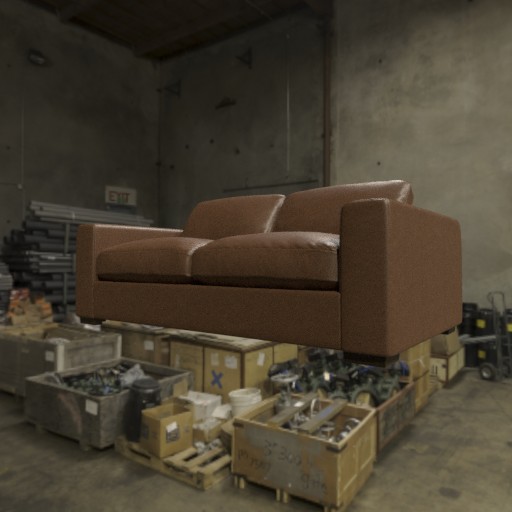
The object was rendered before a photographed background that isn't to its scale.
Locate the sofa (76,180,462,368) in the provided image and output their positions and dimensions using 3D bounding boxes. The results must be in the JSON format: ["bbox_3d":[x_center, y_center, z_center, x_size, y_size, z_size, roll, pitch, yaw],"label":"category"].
[{"bbox_3d":[0.000,0.000,2.472,1.920,0.800,1.070,-1,-1,37],"label":"sofa"}]
